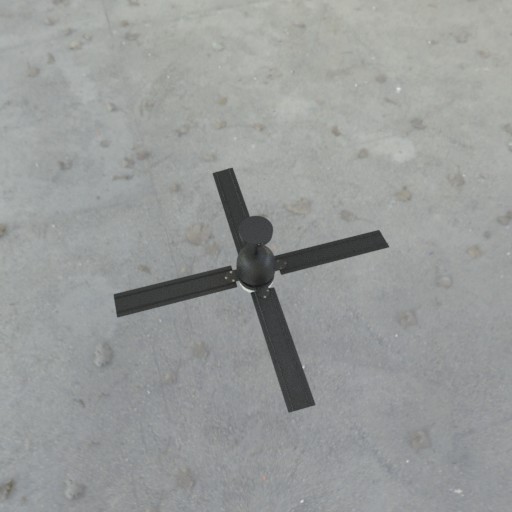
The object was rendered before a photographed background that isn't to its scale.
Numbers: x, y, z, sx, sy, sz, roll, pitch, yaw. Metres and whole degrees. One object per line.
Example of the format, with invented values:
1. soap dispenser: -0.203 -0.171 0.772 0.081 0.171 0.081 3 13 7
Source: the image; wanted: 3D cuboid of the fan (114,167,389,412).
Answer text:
1. fan: 0.000 0.000 1.979 1.319 0.410 1.319 -15 59 -9
